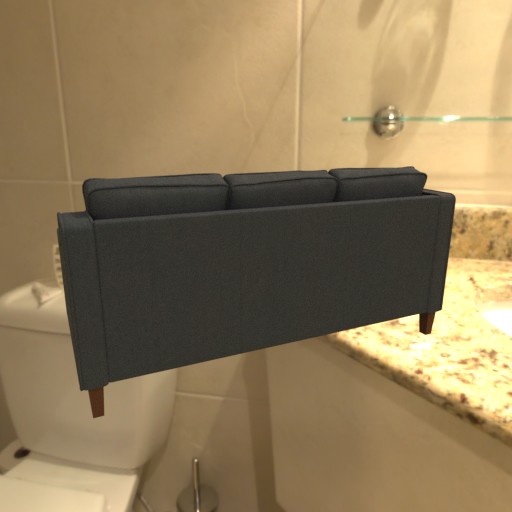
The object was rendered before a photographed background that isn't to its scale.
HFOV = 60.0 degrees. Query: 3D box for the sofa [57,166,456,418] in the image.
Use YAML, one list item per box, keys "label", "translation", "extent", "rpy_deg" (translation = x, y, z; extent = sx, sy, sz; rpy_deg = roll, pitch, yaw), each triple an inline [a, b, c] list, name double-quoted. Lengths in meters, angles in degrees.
- label: "sofa"
  translation: [0.000, 0.000, 2.478]
  extent: [1.986, 0.974, 0.911]
  rpy_deg: [-7, 17, -25]
